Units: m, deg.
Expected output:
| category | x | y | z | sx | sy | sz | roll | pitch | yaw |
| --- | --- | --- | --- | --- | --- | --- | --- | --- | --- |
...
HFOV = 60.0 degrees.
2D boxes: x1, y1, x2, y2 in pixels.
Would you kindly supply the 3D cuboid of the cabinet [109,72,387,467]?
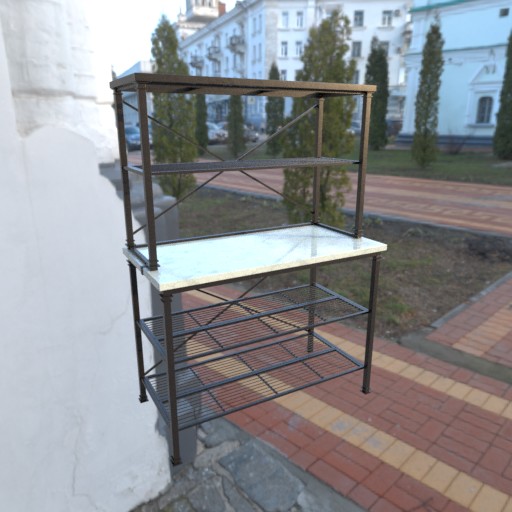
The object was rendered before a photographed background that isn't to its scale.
| category | x | y | z | sx | sy | sz | roll | pitch | yaw |
| --- | --- | --- | --- | --- | --- | --- | --- | --- | --- |
| cabinet | 0.000 | 0.000 | 2.270 | 1.210 | 1.659 | 0.610 | -9 | 19 | -28 |
